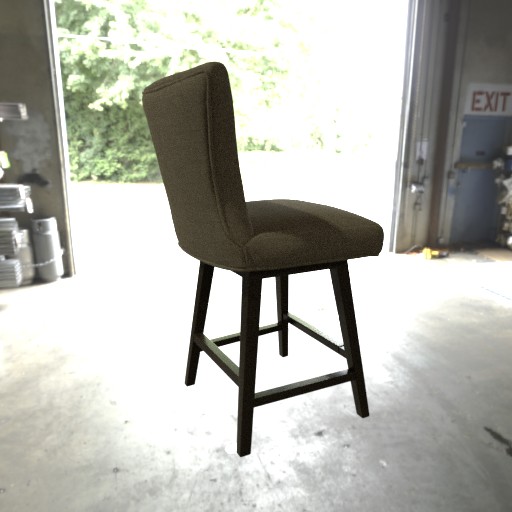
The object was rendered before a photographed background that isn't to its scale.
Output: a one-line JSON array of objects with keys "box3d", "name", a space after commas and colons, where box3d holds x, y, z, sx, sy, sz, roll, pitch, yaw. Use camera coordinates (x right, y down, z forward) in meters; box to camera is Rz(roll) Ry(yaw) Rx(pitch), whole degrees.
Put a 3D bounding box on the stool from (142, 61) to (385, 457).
[{"box3d": [0.000, 0.000, 1.353, 0.574, 1.000, 0.514, -8, 16, -28], "name": "stool"}]
